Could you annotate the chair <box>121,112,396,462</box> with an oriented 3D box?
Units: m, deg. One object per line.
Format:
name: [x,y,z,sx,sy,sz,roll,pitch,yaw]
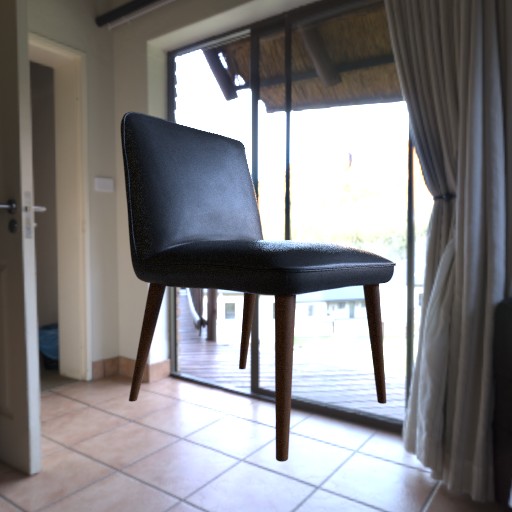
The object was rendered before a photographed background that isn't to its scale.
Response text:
chair: [0.000,0.000,1.213,0.645,0.801,0.543,1,1,37]
